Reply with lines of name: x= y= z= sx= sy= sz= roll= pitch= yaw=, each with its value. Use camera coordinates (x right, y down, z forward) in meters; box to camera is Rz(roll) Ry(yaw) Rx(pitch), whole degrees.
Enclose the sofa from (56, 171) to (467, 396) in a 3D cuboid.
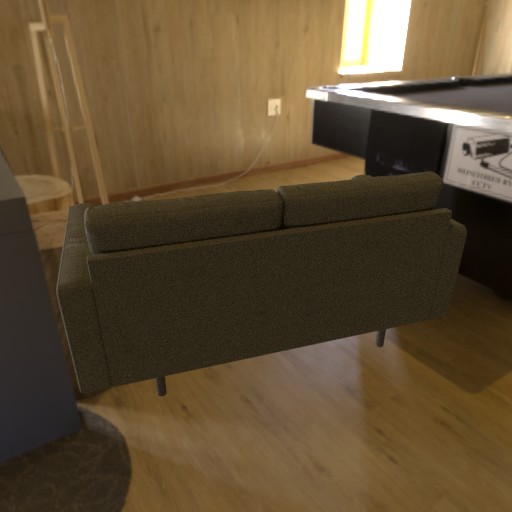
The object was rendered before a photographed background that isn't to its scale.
sofa: x=0.000 y=0.000 z=2.219 sx=1.730 sy=0.897 sz=0.889 roll=-8 pitch=28 yaw=-16
